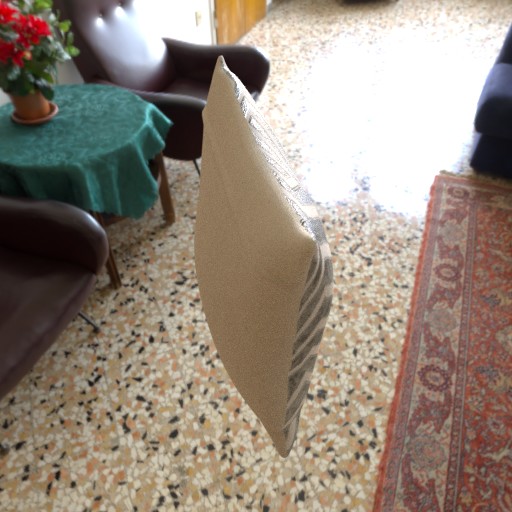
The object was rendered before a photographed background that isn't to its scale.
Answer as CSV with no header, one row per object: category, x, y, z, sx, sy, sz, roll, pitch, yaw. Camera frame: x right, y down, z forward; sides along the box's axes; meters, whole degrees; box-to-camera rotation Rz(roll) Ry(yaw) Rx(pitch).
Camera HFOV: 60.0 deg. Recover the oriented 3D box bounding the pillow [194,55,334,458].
pillow,0.000,0.000,0.665,0.182,0.441,0.440,-10,46,-10
